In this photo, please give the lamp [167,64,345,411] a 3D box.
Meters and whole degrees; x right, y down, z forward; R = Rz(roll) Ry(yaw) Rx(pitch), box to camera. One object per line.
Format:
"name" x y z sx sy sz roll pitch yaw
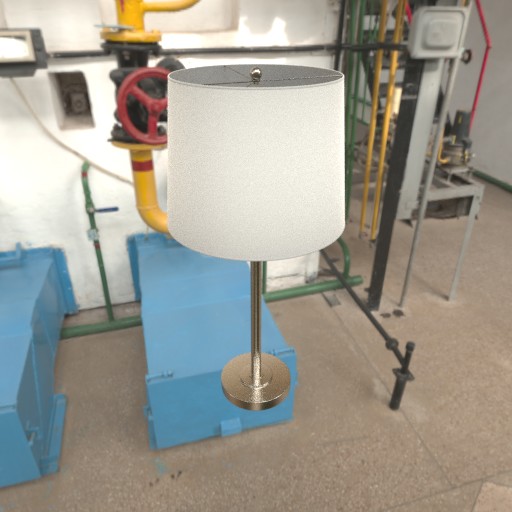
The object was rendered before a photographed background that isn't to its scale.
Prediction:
"lamp" 0.000 0.000 0.882 0.333 0.696 0.333 0 29 0
